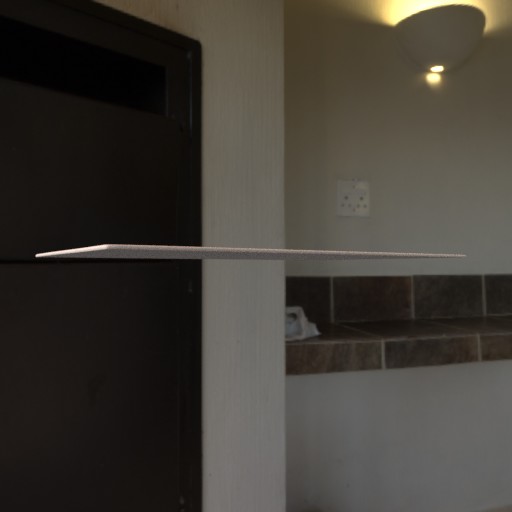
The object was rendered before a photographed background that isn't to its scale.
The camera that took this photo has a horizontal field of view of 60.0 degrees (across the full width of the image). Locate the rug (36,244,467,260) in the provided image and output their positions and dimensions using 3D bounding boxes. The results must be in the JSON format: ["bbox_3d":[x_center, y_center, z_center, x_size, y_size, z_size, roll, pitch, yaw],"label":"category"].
[{"bbox_3d":[0.000,0.000,2.033,1.676,0.013,1.067,1,-2,-35],"label":"rug"}]
